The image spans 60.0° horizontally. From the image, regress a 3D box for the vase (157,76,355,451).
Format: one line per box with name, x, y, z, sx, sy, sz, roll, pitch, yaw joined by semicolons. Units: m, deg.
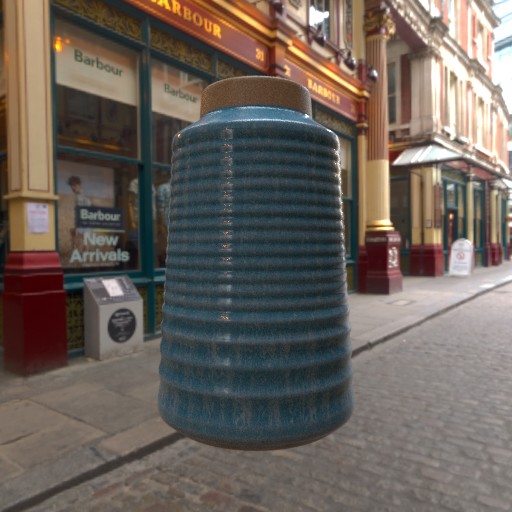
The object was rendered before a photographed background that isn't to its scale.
vase;0.000;0.000;0.372;0.163;0.267;0.163;0;1;0
